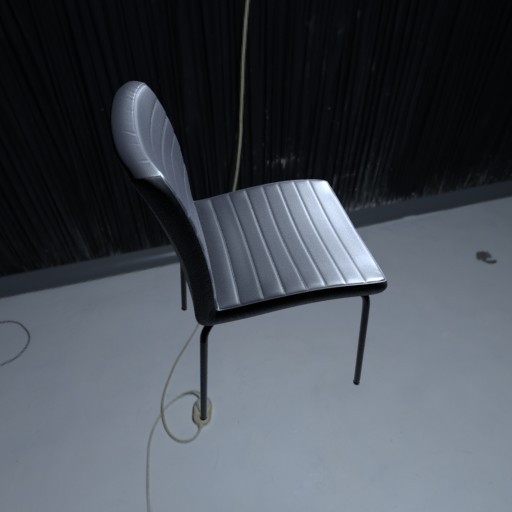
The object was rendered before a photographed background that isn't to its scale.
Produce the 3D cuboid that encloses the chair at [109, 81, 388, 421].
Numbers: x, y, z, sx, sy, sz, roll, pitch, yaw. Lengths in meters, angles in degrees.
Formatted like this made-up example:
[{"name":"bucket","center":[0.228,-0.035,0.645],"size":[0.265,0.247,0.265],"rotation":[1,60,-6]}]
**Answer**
[{"name":"chair","center":[0.000,0.000,1.192],"size":[0.572,0.872,0.450],"rotation":[-10,47,-10]}]
